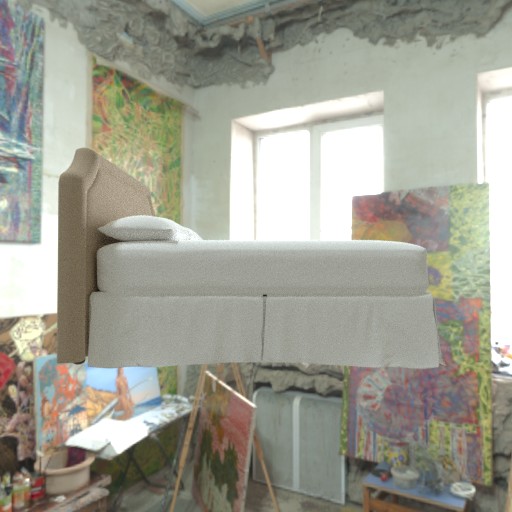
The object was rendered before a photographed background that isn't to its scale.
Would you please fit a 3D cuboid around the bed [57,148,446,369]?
[{"bbox_3d":[0.000,0.000,3.343,2.204,1.301,1.828,0,-1,0],"label":"bed"}]
